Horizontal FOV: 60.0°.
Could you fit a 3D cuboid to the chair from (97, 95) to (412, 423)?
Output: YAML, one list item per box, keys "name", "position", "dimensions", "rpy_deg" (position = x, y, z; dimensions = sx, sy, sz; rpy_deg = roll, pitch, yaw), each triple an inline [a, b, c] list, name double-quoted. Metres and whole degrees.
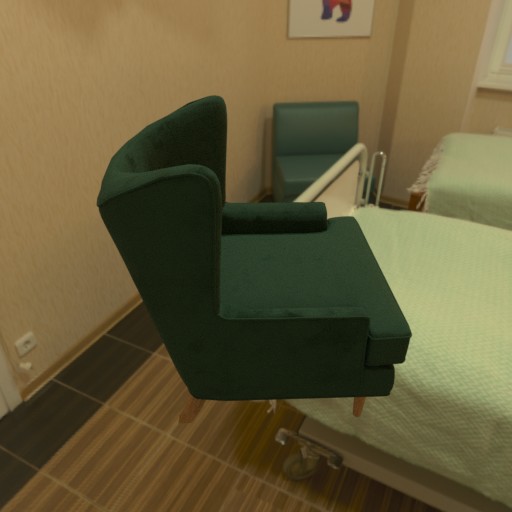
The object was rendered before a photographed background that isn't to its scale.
- name: "chair"
  position: [0.000, 0.000, 1.588]
  dimensions: [0.910, 0.952, 0.793]
  rpy_deg: [-1, 32, -2]
